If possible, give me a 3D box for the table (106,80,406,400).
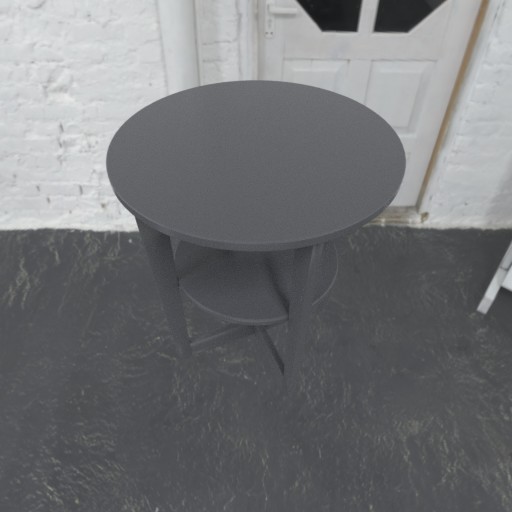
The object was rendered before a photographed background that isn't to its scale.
[{"bbox_3d":[0.000,0.000,0.952,0.500,0.550,0.500,0,45,0],"label":"table"}]
